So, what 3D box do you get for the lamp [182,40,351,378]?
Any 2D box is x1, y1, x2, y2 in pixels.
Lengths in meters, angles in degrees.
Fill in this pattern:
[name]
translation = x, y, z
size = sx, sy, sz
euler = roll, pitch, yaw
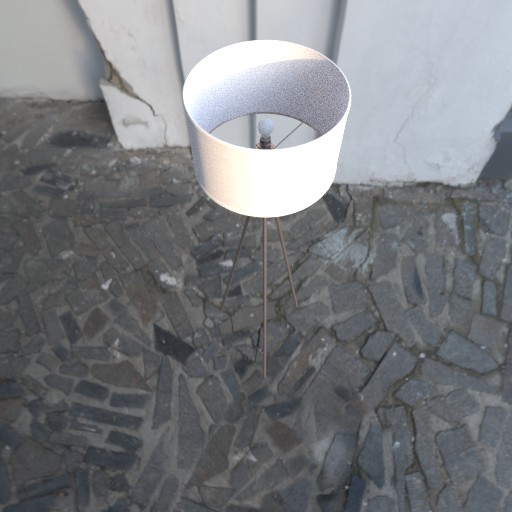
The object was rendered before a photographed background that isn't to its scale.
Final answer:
[lamp]
translation = 0.000, 0.000, 1.732
size = 0.458, 1.545, 0.448
euler = 18, 60, 11
